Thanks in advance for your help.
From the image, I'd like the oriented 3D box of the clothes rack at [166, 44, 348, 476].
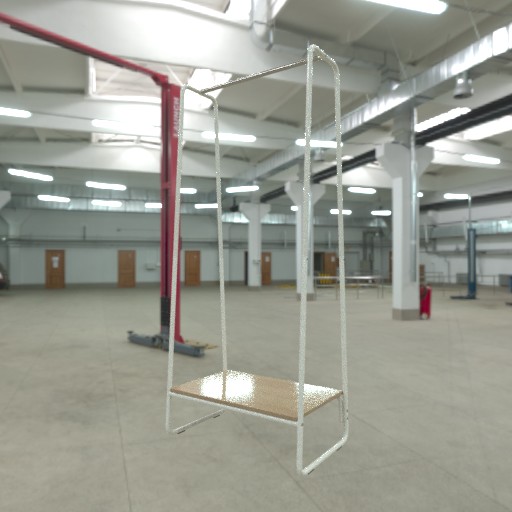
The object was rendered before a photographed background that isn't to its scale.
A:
[{"bbox_3d":[0.000,0.000,1.816,0.640,1.500,0.400,0,-1,35],"label":"clothes rack"}]
